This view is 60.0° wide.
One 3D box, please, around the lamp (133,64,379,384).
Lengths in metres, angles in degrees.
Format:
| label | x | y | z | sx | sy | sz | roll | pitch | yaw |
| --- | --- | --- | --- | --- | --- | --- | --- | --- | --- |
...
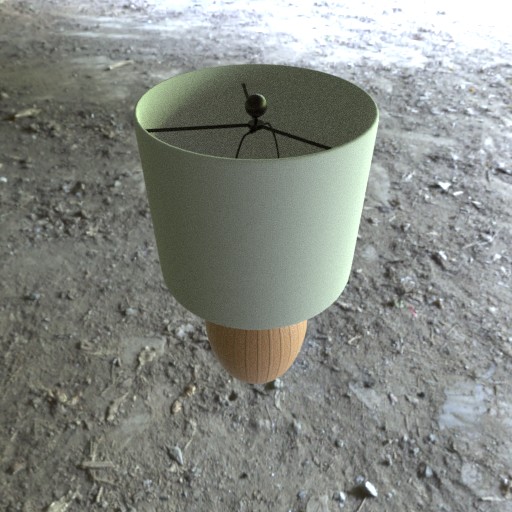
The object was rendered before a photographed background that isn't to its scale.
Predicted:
| label | x | y | z | sx | sy | sz | roll | pitch | yaw |
| --- | --- | --- | --- | --- | --- | --- | --- | --- | --- |
| lamp | 0.000 | 0.000 | 0.780 | 0.329 | 0.570 | 0.329 | 0 | 41 | 0 |
